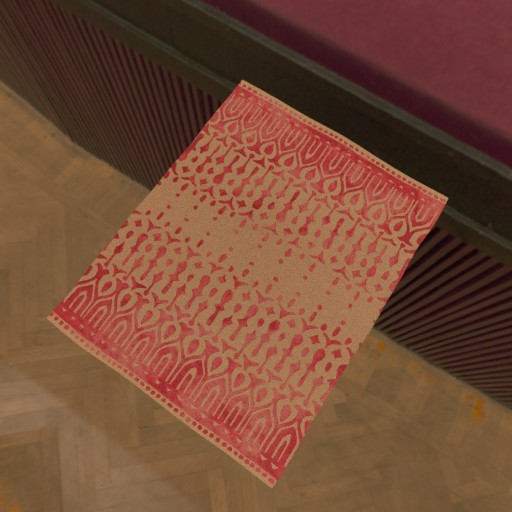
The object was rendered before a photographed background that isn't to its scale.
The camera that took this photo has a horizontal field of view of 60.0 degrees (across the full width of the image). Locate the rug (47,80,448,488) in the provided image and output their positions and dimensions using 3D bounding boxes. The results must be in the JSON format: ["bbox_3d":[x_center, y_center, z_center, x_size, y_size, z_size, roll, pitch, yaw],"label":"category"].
[{"bbox_3d":[0.000,0.000,4.108,2.441,0.016,3.095,33,76,10],"label":"rug"}]
